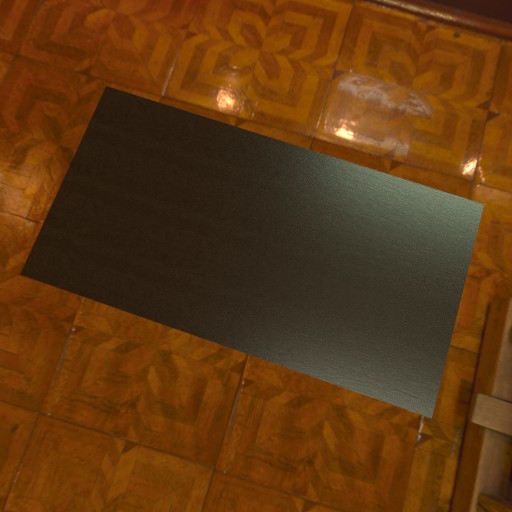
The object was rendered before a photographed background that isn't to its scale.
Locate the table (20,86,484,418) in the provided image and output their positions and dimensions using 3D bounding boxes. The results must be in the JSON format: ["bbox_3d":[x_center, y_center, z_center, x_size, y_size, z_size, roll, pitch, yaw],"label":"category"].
[{"bbox_3d":[0.000,0.000,1.378,1.095,0.435,0.574,18,79,4],"label":"table"}]
